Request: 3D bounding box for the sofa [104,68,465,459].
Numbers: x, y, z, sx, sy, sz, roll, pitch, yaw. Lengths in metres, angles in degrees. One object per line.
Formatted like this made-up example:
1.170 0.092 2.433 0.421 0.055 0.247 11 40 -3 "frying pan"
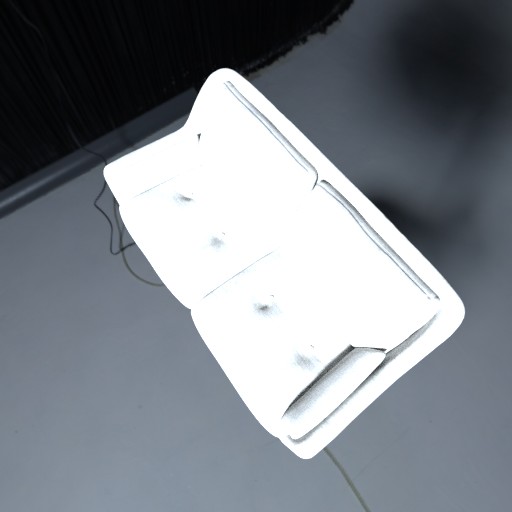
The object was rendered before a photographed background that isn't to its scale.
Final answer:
0.000 0.000 2.443 0.976 0.897 1.930 -33 68 -15 "sofa"
